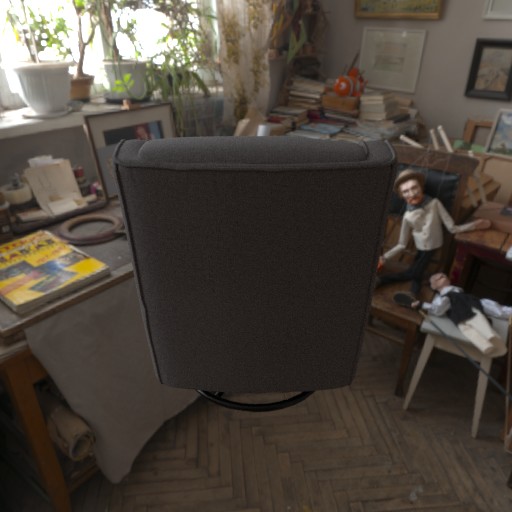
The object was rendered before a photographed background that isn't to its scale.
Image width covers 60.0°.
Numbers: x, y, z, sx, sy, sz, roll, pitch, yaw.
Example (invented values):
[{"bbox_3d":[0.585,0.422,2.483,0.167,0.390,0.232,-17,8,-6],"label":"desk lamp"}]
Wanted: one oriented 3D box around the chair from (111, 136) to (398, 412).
[{"bbox_3d":[0.000,0.000,1.577,0.732,0.993,0.879,0,29,0],"label":"chair"}]
